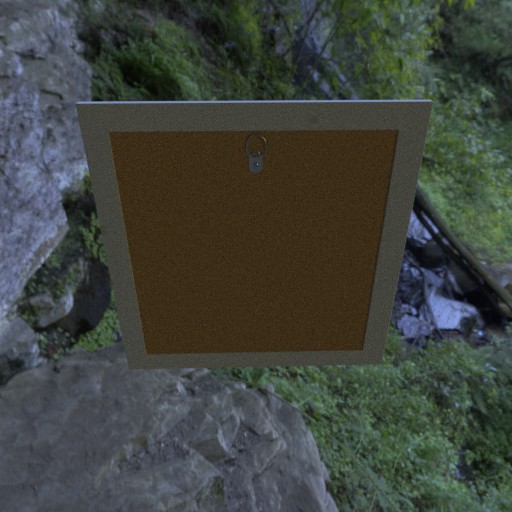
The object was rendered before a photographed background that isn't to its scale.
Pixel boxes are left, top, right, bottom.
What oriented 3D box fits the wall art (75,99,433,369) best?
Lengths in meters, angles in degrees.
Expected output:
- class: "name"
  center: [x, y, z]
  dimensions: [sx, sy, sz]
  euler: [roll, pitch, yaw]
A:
- class: "wall art"
  center: [0.000, 0.000, 0.860]
  dimensions: [0.572, 0.577, 0.015]
  euler: [-1, 31, -1]
